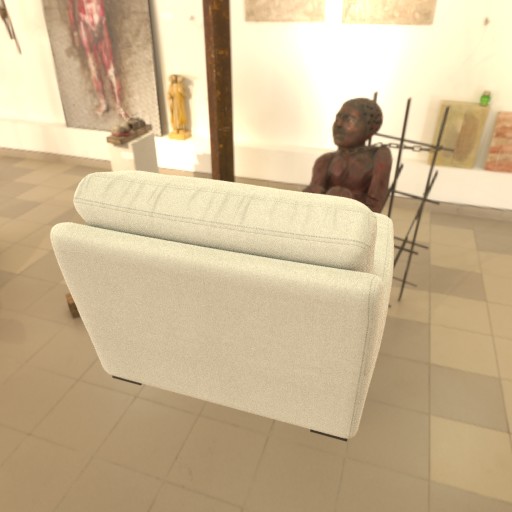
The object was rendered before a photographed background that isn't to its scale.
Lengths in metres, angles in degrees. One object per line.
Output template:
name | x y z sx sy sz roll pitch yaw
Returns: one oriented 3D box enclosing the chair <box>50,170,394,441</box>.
chair | 0.000 0.000 1.918 1.140 0.930 1.158 10 33 15
